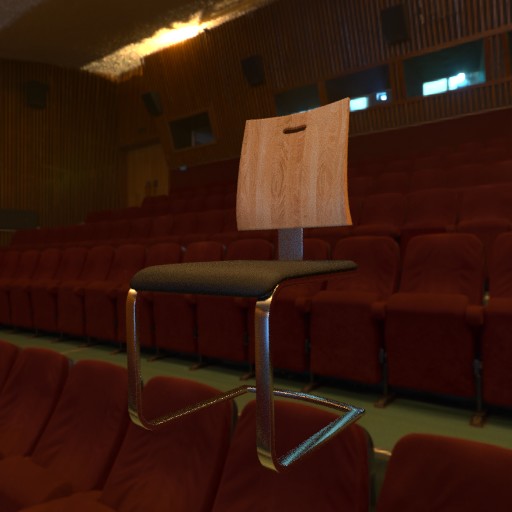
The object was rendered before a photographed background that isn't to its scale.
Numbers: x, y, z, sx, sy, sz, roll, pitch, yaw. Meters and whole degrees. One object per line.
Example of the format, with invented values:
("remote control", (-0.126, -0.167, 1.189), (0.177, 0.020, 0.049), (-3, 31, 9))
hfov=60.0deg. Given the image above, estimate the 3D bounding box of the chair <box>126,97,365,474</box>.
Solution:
("chair", (0.000, 0.000, 1.244), (0.462, 0.936, 0.560), (0, -1, 36))
